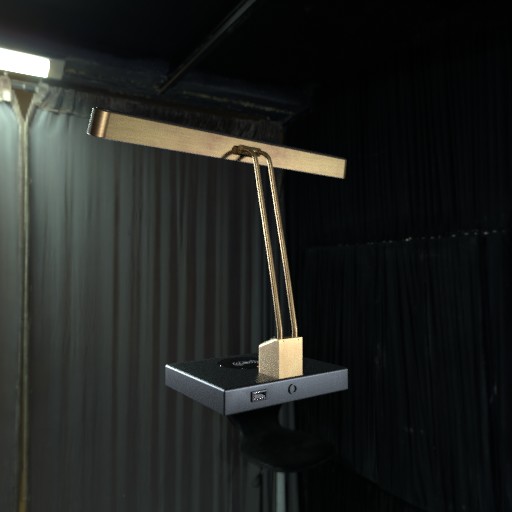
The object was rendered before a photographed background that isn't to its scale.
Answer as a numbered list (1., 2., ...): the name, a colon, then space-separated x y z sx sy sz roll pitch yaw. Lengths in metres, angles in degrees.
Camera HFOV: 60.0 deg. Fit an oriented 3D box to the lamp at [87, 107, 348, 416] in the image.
1. lamp: 0.000 0.000 0.587 0.412 0.345 0.156 1 -2 -35
